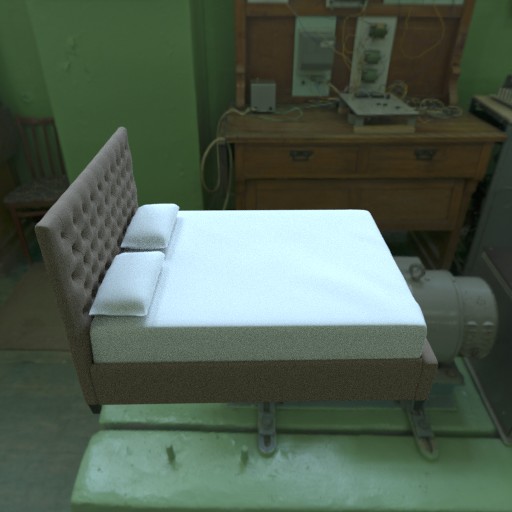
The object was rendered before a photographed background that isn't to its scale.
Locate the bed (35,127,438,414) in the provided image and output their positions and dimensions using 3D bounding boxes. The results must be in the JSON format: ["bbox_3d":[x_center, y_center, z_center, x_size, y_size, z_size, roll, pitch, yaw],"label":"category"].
[{"bbox_3d":[0.000,0.000,3.254,2.233,1.426,1.696,0,32,-1],"label":"bed"}]
